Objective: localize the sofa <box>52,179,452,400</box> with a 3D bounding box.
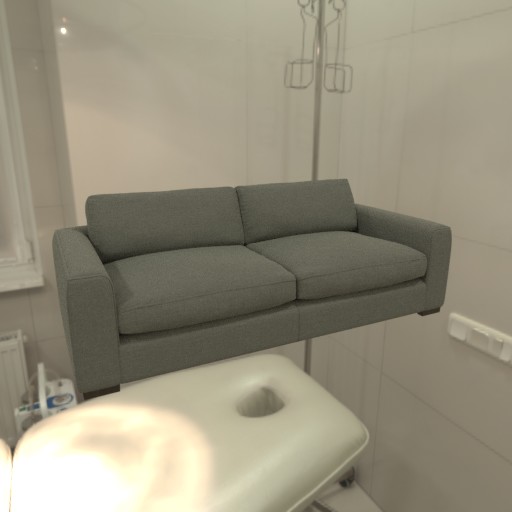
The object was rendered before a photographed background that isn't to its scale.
[{"bbox_3d":[0.000,0.000,2.751,2.262,0.801,1.070,-8,18,-25],"label":"sofa"}]
